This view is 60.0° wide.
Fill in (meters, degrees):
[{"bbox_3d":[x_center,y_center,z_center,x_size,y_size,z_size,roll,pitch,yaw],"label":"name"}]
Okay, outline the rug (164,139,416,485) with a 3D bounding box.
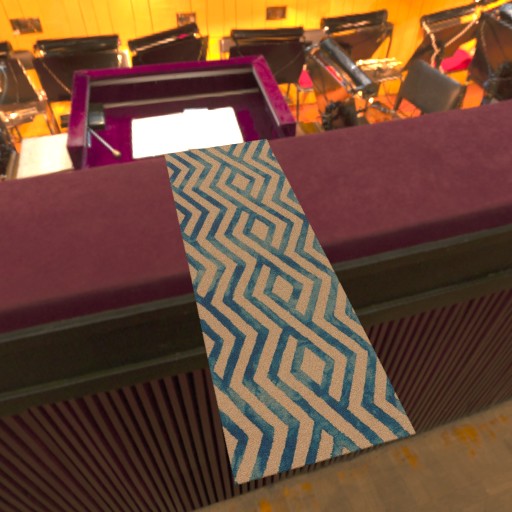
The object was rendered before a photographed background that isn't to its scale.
[{"bbox_3d":[0.000,0.000,1.645,0.503,0.007,1.492,-11,48,-10],"label":"rug"}]
